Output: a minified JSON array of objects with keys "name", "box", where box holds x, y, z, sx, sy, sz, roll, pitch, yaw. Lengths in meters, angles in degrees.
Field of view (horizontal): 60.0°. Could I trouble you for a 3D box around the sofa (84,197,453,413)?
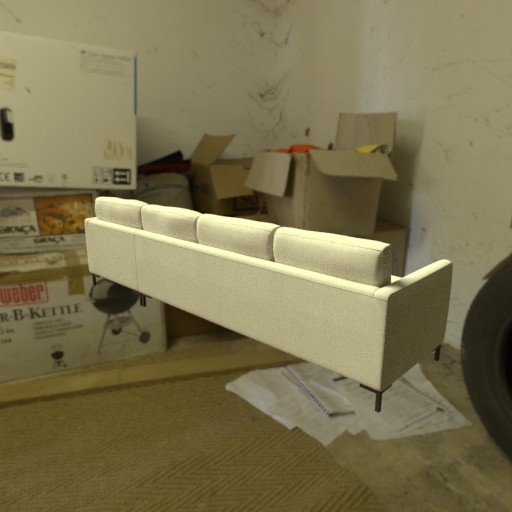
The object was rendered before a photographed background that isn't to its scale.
[{"name":"sofa","box":[0.000,0.000,2.867,2.445,0.677,1.126,13,20,42]}]
